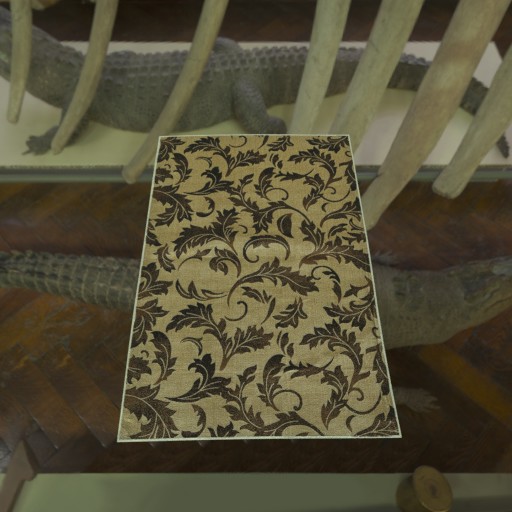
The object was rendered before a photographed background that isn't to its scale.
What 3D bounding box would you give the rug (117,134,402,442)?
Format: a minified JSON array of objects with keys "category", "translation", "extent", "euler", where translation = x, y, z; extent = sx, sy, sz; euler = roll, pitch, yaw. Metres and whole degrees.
[{"category":"rug","translation":[0.000,0.000,2.945],"extent":[1.522,0.008,2.284],"euler":[-1,58,0]}]
